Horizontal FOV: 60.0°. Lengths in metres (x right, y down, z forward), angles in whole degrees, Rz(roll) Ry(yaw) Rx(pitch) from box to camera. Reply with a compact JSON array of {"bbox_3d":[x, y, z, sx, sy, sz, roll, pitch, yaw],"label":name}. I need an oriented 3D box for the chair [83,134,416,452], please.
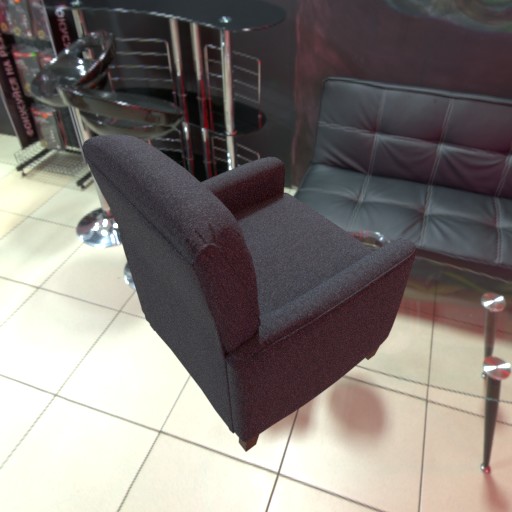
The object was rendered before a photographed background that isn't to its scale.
[{"bbox_3d":[0.000,0.000,1.633,0.850,1.016,0.839,-27,48,-27],"label":"chair"}]
